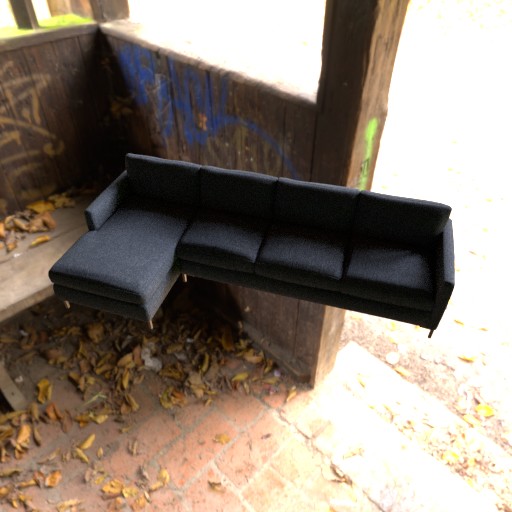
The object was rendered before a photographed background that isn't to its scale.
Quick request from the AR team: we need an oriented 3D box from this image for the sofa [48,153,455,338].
[{"bbox_3d":[0.000,0.000,3.499,2.932,0.810,1.350,11,43,13],"label":"sofa"}]
